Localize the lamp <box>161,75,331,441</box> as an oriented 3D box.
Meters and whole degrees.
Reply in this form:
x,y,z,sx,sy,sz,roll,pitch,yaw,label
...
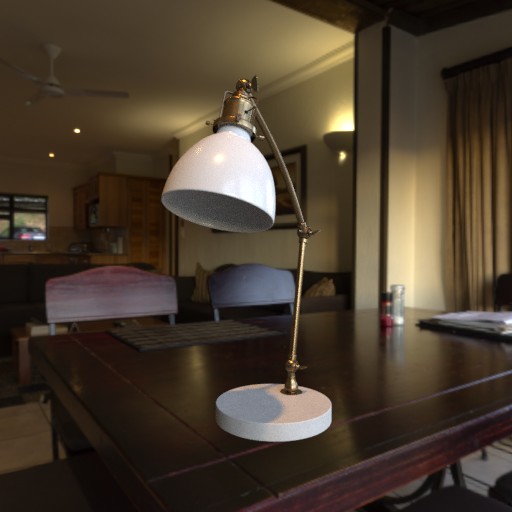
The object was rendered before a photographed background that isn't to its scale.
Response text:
x,y,z,sx,sy,sz,roll,pitch,yaw,label
0.000,0.000,0.675,0.186,0.522,0.317,1,1,36,lamp
